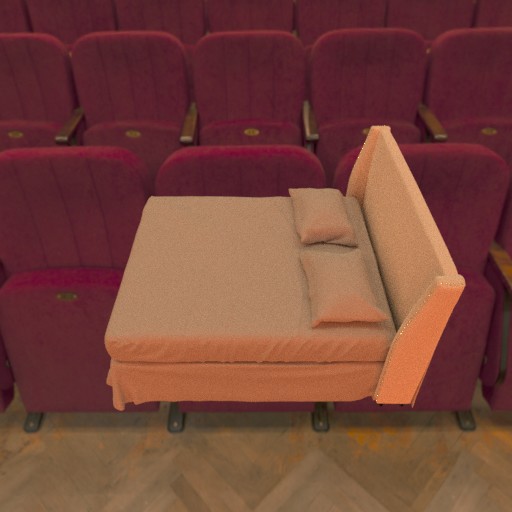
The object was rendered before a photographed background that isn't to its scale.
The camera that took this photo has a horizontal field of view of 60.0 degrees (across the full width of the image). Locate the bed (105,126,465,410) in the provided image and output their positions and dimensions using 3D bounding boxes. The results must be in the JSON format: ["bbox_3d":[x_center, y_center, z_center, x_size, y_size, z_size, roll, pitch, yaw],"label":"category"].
[{"bbox_3d":[0.000,0.000,3.498,2.276,1.332,1.925,0,42,0],"label":"bed"}]
